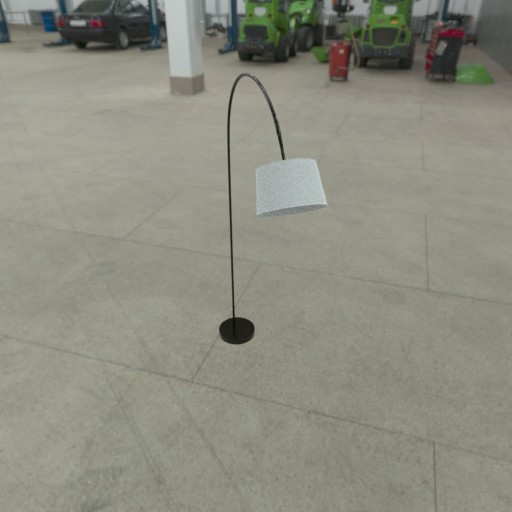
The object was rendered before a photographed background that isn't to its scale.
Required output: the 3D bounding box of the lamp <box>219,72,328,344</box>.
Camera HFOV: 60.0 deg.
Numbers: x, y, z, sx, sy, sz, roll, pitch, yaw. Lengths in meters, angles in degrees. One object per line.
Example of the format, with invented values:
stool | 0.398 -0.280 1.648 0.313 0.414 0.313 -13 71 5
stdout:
lamp | 0.000 0.000 2.777 0.331 2.104 1.363 -9 32 -15
